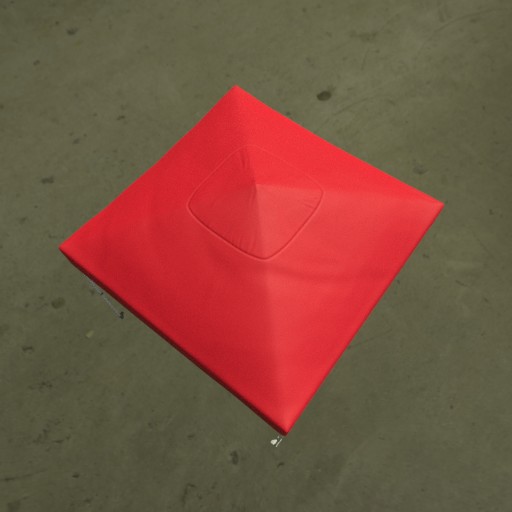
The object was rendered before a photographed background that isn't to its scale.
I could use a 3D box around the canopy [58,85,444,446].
[{"bbox_3d":[0.000,0.000,5.439,2.998,2.997,2.996,35,69,16],"label":"canopy"}]
